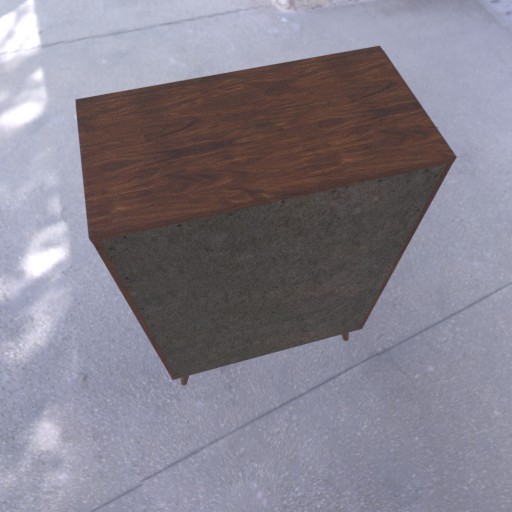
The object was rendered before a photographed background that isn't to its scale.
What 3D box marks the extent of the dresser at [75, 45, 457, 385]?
[{"bbox_3d":[0.000,0.000,1.769,0.919,1.365,0.498,-13,60,-8],"label":"dresser"}]
